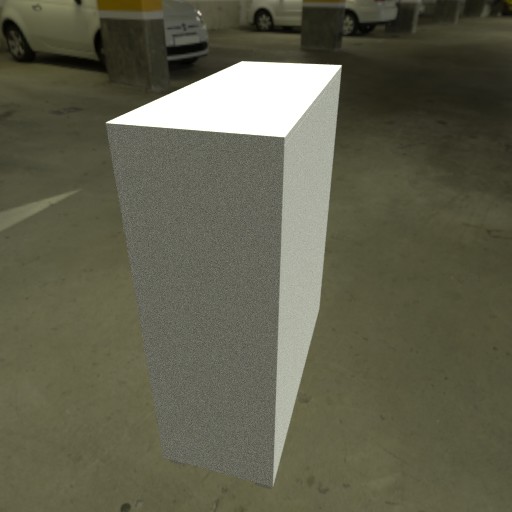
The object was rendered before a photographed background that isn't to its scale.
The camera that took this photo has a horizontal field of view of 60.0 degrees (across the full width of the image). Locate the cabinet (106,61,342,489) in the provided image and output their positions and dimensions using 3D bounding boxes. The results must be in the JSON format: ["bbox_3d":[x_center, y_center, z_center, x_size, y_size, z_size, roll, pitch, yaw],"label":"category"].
[{"bbox_3d":[0.000,0.000,1.638,0.400,1.190,1.000,8,32,13],"label":"cabinet"}]
